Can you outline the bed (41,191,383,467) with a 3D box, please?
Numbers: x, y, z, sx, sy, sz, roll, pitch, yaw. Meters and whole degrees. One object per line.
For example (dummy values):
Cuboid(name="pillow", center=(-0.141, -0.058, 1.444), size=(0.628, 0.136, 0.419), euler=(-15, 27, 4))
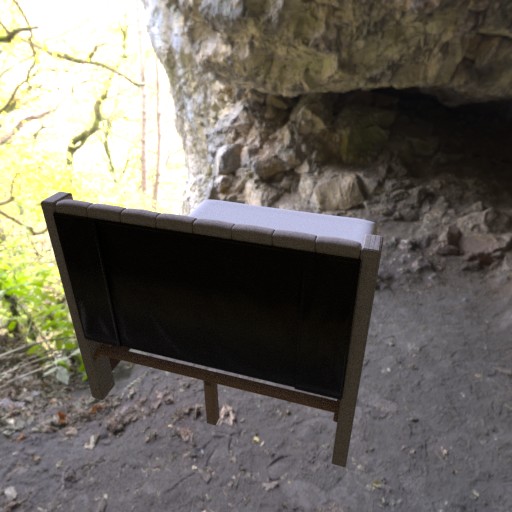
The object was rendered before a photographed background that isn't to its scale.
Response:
Cuboid(name="bed", center=(0.000, 0.000, 3.847), size=(2.044, 1.748, 2.372), euler=(9, 32, 15))
